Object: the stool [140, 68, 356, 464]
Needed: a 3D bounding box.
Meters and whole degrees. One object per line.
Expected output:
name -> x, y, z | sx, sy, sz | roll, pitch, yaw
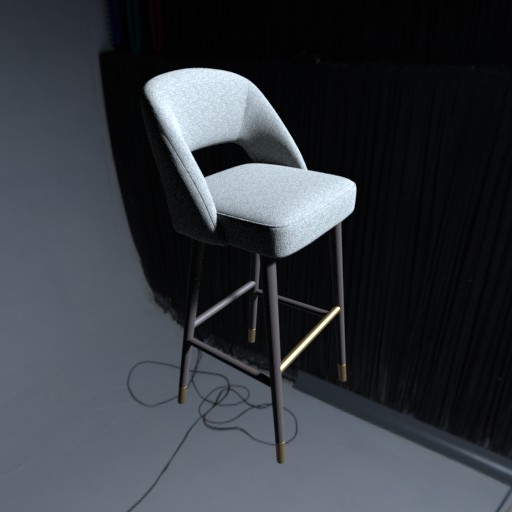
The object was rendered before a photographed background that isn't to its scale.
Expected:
stool -> 0.000, 0.000, 1.416 | 0.524, 1.089, 0.536 | 17, 31, 31
